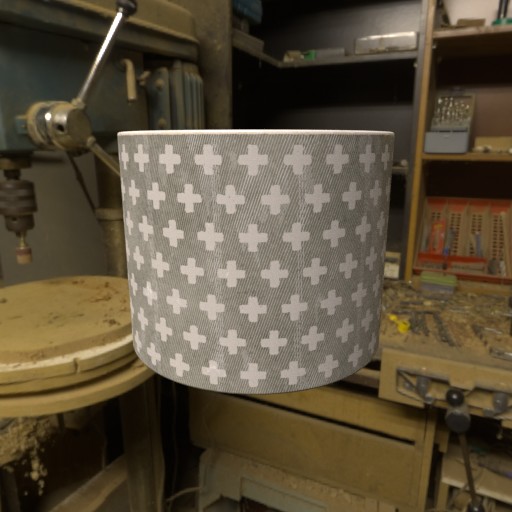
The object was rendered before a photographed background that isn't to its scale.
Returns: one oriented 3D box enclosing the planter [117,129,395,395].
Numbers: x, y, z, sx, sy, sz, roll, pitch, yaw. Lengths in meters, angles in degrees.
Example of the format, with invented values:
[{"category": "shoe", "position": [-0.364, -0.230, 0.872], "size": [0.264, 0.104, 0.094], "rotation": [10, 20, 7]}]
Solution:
[{"category": "planter", "position": [0.000, 0.000, 0.340], "size": [0.190, 0.181, 0.190], "rotation": [0, 14, 0]}]
